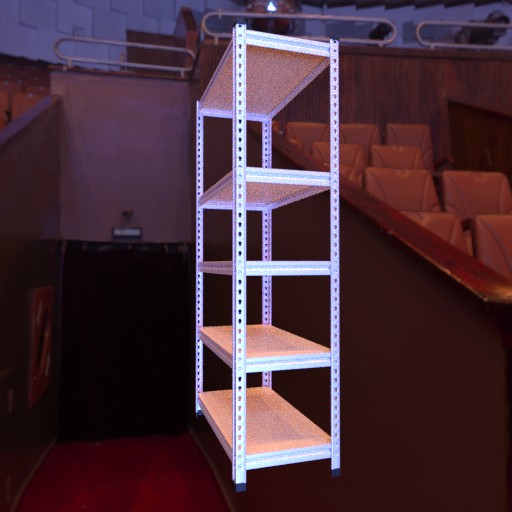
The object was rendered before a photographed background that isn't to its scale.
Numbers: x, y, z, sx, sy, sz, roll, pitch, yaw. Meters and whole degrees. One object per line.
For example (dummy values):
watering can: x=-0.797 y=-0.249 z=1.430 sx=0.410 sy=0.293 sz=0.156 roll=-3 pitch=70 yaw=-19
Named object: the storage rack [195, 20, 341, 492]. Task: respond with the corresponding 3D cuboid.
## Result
storage rack: x=0.000 y=0.000 z=2.216 sx=0.457 sy=1.829 sz=0.914 roll=0 pitch=-1 yaw=-18
